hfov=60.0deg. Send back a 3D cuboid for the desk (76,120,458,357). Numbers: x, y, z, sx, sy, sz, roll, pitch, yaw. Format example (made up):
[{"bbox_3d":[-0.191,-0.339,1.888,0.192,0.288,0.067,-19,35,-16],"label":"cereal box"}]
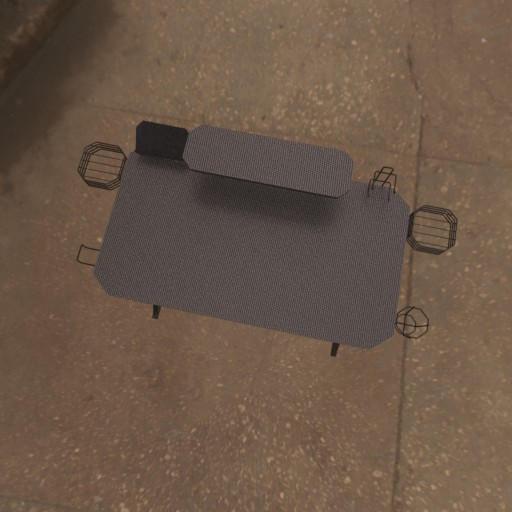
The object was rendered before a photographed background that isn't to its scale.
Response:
[{"bbox_3d":[0.000,0.000,1.728,1.290,0.880,0.580,11,76,3],"label":"desk"}]
